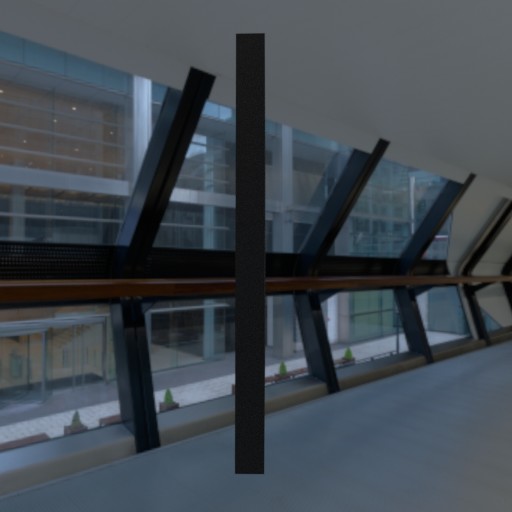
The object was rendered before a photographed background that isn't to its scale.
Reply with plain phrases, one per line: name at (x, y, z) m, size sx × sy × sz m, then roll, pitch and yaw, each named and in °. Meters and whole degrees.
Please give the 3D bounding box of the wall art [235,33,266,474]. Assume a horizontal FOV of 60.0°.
wall art at (0.000, 0.000, 0.738) m, size 0.031 × 0.457 × 0.558 m, roll 0°, pitch -1°, yaw 1°
